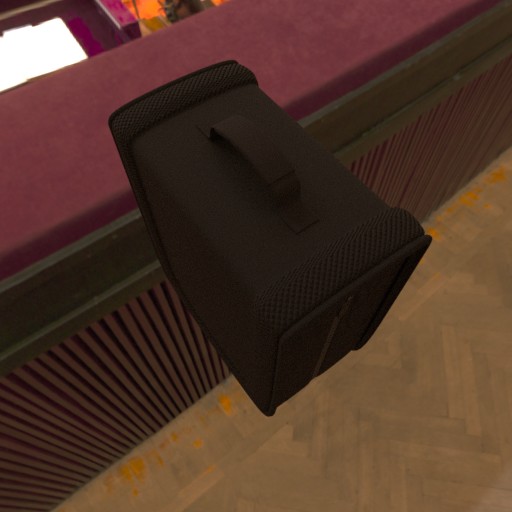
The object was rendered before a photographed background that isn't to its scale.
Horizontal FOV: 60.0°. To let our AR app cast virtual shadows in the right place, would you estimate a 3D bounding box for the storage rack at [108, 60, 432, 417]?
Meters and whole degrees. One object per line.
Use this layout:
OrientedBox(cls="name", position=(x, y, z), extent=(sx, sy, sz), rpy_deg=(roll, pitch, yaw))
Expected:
OrientedBox(cls="storage rack", position=(0.000, 0.000, 0.542), extent=(0.168, 0.387, 0.297), rpy_deg=(-32, 64, -18))
